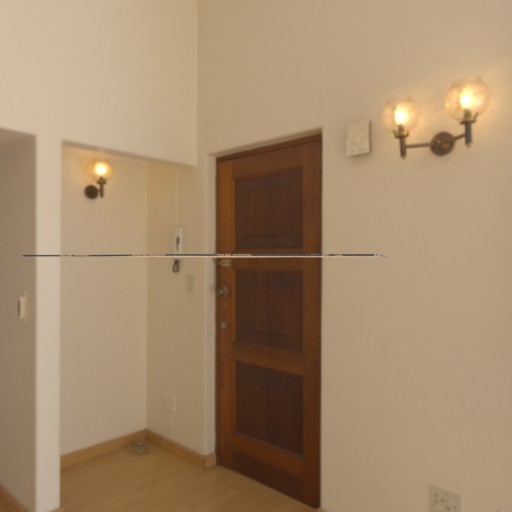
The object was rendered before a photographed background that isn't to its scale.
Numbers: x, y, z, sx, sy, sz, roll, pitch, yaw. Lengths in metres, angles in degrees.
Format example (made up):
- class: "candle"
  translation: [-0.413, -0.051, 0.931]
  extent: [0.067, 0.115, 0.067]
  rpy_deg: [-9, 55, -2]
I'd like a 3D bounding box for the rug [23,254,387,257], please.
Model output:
- class: "rug"
  translation: [0.000, 0.000, 2.743]
  extent: [1.524, 0.013, 2.135]
  rpy_deg: [0, 0, 18]
